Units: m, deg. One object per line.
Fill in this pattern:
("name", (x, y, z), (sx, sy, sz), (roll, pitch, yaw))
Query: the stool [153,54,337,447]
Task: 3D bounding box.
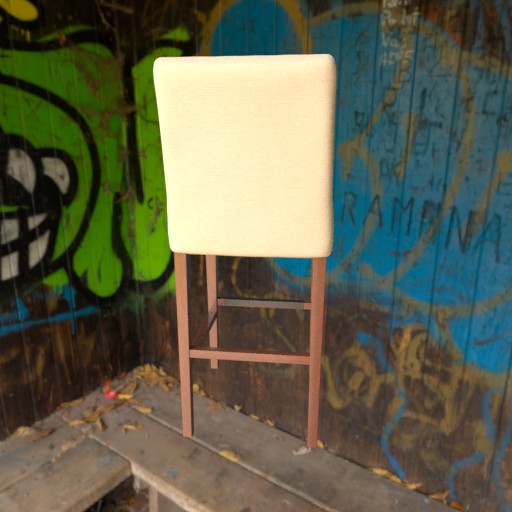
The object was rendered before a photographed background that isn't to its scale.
("stool", (0.000, 0.000, 1.380), (0.470, 1.078, 0.577), (2, 16, 7))
